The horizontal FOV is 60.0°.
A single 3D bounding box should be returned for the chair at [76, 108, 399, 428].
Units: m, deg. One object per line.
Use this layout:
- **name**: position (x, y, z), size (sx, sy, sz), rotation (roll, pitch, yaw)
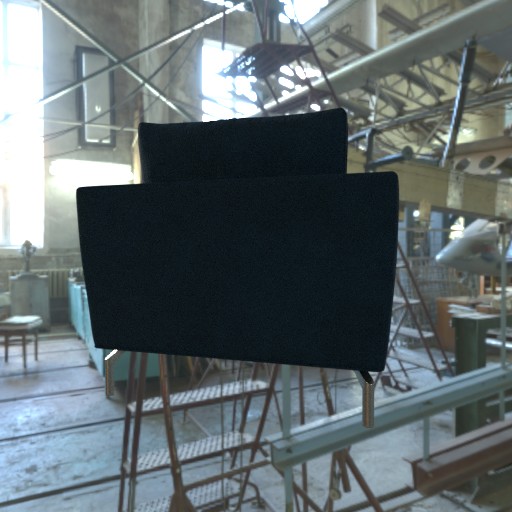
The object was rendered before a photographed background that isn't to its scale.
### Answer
- **chair**: position (0.000, 0.000, 1.595), size (0.977, 0.893, 0.746), rotation (1, 2, 18)
